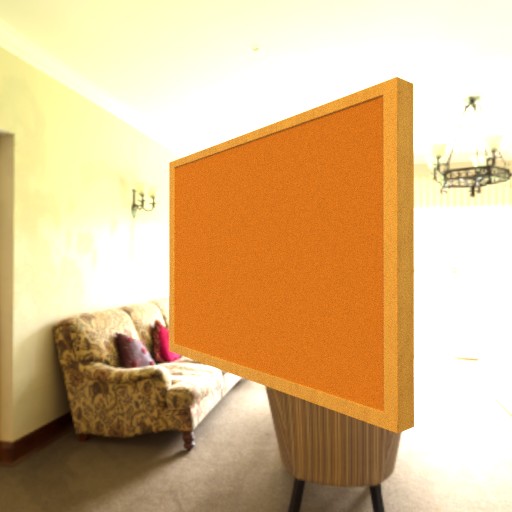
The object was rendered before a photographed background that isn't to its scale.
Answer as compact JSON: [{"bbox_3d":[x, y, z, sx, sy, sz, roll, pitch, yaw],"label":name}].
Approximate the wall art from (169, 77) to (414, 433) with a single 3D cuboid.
[{"bbox_3d":[0.000,0.000,0.692,0.032,0.380,0.532,0,0,-38],"label":"wall art"}]
